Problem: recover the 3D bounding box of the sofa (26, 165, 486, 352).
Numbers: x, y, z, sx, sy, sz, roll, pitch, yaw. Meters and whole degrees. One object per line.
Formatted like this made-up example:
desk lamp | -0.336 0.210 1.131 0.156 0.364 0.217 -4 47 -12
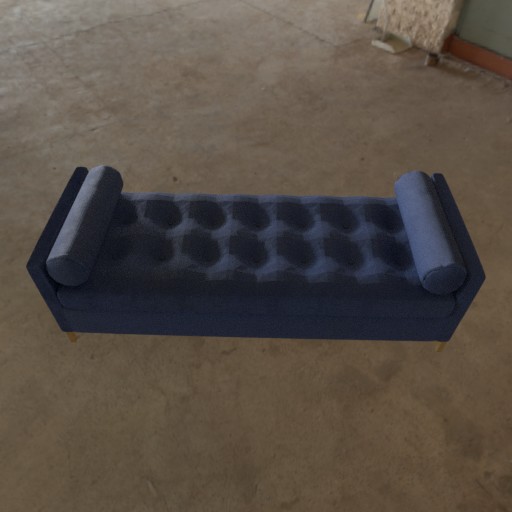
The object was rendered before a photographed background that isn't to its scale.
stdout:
sofa | 0.000 0.000 2.456 2.102 0.705 0.796 1 47 1
